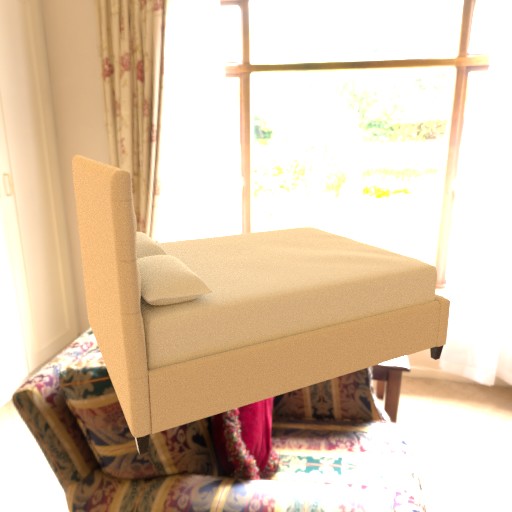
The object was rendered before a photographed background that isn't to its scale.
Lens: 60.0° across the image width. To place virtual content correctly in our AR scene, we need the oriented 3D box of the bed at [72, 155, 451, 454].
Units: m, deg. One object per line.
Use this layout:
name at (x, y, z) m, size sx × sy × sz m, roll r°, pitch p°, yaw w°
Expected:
bed at (0.000, 0.000, 3.247) m, size 2.233 × 1.426 × 1.696 m, roll -8°, pitch 17°, yaw -26°
